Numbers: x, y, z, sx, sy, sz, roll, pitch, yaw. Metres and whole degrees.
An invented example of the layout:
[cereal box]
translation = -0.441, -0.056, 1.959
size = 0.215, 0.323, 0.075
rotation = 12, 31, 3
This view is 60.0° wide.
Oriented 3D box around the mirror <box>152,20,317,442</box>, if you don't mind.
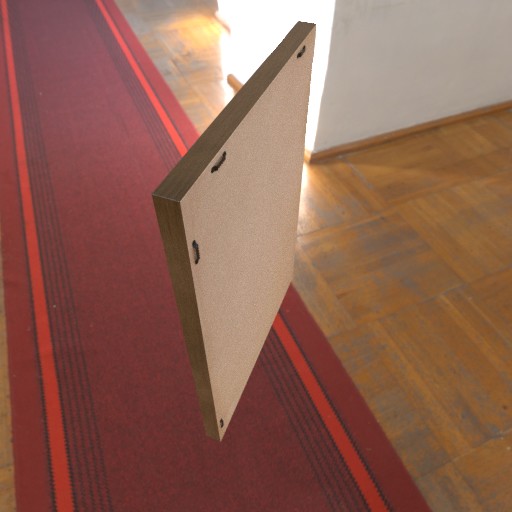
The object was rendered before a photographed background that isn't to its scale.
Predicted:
[mirror]
translation = 0.000, 0.000, 0.888
size = 0.040, 0.710, 0.507
rotation = 16, 50, 14
